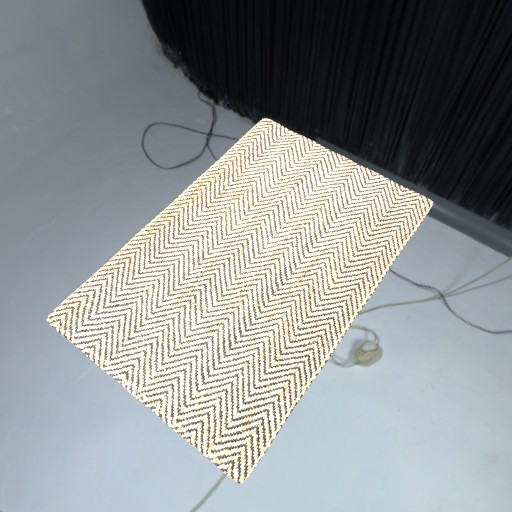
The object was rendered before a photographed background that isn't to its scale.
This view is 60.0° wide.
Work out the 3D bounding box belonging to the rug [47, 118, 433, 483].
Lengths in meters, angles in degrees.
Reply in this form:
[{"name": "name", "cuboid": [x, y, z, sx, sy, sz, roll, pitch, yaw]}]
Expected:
[{"name": "rug", "cuboid": [0.000, 0.000, 2.361, 1.219, 0.008, 1.828, 32, 63, 19]}]
